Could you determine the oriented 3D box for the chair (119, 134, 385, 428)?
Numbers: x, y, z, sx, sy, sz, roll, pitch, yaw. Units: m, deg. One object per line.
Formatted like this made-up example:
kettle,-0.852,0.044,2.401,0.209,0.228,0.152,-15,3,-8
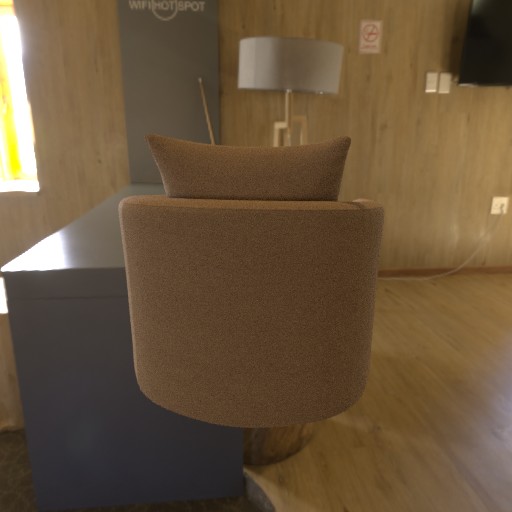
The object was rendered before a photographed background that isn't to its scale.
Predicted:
chair,0.000,0.000,1.587,0.845,0.848,0.910,2,16,9
